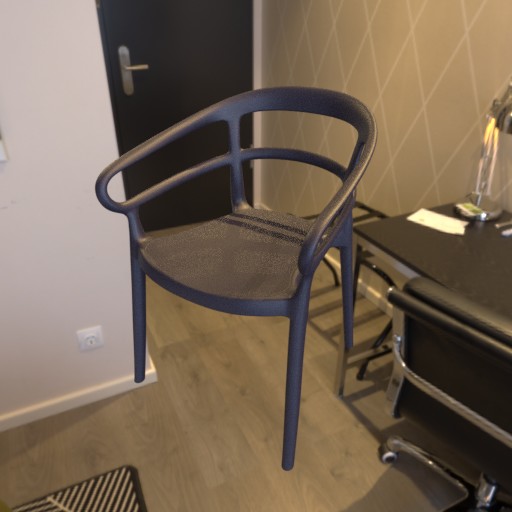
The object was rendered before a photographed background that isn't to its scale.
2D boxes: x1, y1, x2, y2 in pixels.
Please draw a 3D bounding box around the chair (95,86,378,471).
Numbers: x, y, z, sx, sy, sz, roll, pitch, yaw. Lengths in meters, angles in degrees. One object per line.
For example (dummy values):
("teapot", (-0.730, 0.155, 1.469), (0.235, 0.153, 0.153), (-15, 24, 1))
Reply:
("chair", (0.000, 0.000, 1.145), (0.559, 0.761, 0.527), (18, 34, 29))
